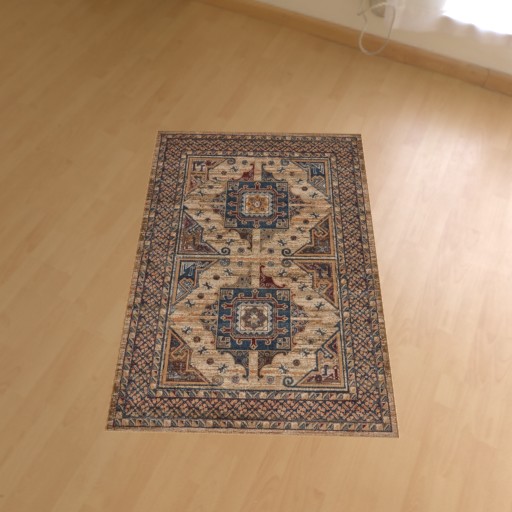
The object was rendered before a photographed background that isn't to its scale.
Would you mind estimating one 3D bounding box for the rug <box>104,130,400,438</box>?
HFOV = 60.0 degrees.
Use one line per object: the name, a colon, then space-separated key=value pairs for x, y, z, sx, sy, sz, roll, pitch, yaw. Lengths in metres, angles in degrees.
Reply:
rug: x=0.000 y=0.000 z=2.951 sx=1.611 sy=0.008 sz=2.227 roll=1 pitch=61 yaw=1
